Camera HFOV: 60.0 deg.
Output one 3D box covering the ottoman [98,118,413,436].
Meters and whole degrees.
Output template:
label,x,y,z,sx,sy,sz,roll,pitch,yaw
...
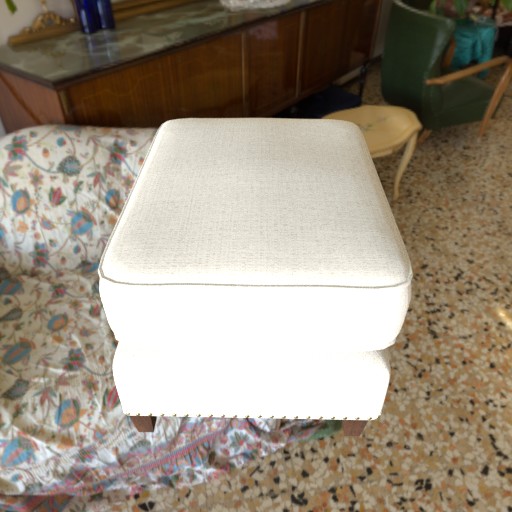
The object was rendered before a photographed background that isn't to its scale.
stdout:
label,x,y,z,sx,sy,sz,roll,pitch,yaw
ottoman,0.000,0.000,1.152,0.589,0.537,0.738,1,40,1
